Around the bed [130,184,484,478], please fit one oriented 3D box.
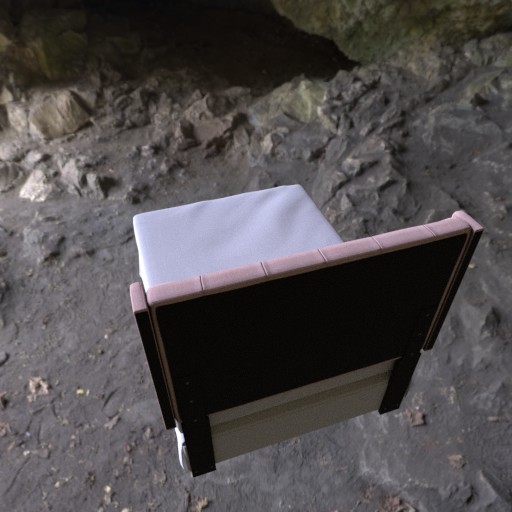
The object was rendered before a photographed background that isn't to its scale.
[{"bbox_3d":[0.000,0.000,3.231,1.719,1.665,2.066,-13,43,-14],"label":"bed"}]
